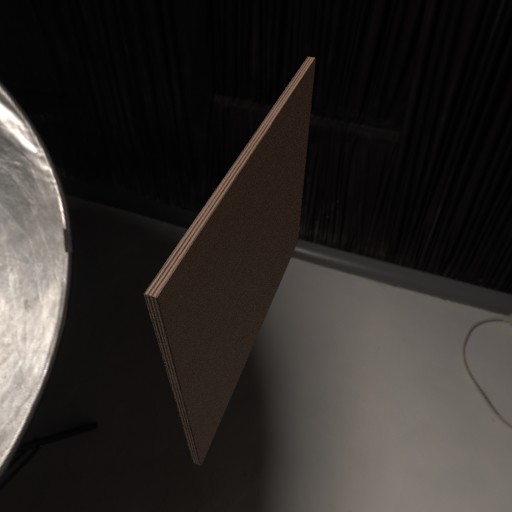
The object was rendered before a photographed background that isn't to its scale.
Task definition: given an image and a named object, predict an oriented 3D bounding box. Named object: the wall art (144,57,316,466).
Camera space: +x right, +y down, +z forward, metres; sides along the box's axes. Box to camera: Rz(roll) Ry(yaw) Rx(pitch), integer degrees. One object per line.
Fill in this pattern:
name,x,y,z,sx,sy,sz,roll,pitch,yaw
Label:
wall art,0.000,0.000,0.681,0.013,0.406,0.508,15,48,14
